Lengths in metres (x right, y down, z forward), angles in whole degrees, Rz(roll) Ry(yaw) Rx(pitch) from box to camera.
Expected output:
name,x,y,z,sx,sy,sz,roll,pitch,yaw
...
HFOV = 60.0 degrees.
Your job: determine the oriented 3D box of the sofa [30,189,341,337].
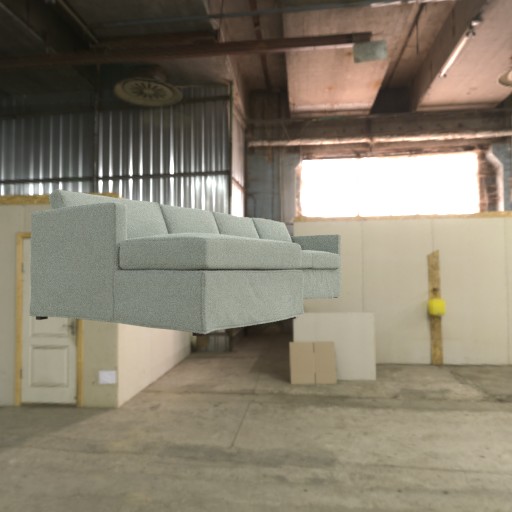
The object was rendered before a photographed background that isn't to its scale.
name,x,y,z,sx,sy,sz,roll,pitch,yaw
sofa,0.000,0.000,3.890,1.650,0.922,3.205,-1,-2,35
